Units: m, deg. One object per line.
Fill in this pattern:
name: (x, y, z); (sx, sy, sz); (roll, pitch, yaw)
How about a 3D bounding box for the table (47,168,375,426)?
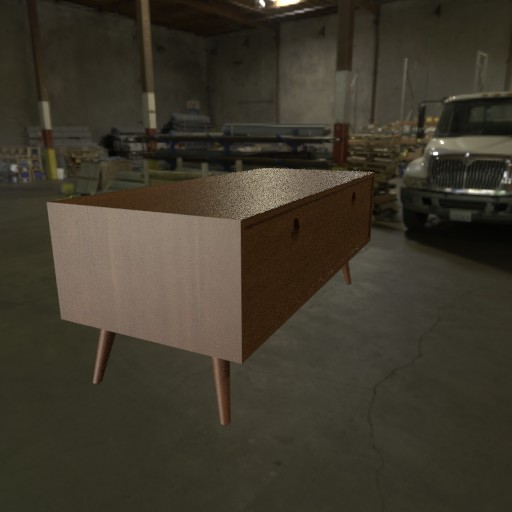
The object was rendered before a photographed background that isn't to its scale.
table: (0.000, 0.000, 1.414); (0.490, 0.464, 1.119); (7, 17, 25)
